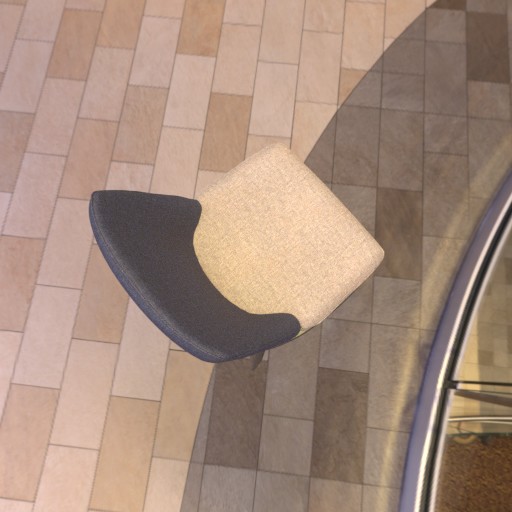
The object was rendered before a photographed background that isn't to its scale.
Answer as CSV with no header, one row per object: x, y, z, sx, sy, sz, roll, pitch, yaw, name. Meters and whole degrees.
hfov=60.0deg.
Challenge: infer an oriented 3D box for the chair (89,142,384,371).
0.000,0.000,1.174,0.551,0.839,0.480,-39,78,-9,chair
